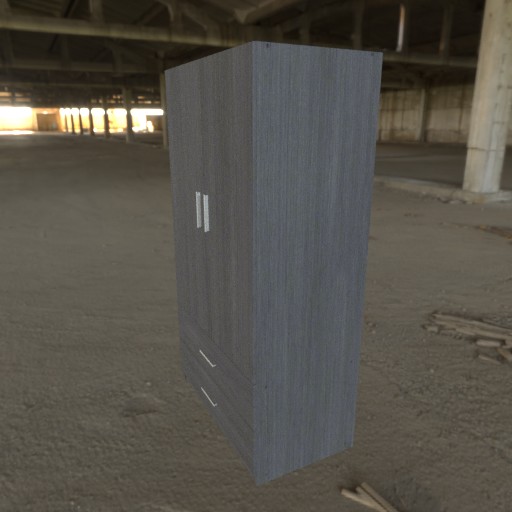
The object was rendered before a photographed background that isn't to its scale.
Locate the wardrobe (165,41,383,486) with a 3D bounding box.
[{"bbox_3d":[0.000,0.000,2.246,0.577,1.808,0.991,-9,19,-26],"label":"wardrobe"}]
